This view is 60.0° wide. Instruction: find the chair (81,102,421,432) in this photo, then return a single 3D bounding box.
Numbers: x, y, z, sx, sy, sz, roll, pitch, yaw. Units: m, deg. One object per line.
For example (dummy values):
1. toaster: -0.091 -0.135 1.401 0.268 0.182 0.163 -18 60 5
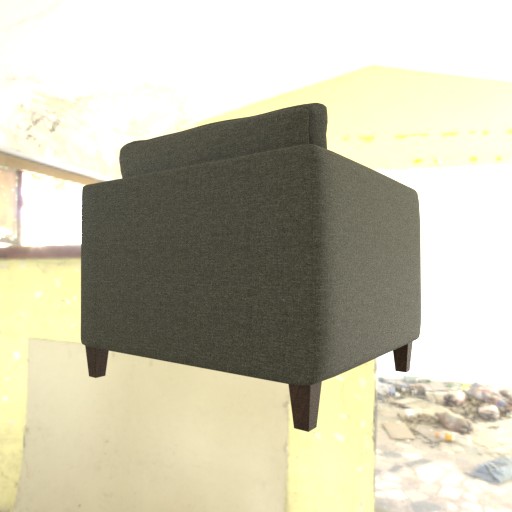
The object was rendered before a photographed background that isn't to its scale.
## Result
1. chair: 0.000 0.000 1.832 1.107 0.963 0.959 -1 -2 36
